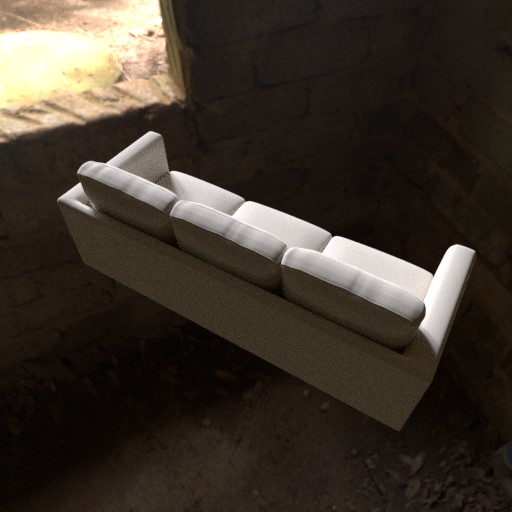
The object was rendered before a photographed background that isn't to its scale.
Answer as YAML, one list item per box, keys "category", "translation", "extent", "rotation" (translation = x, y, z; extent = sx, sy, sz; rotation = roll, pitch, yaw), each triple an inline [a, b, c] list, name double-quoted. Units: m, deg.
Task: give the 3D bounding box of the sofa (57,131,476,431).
- category: "sofa"
  translation: [0.000, 0.000, 2.424]
  extent: [2.029, 0.912, 0.802]
  rotation: [24, 53, 20]
